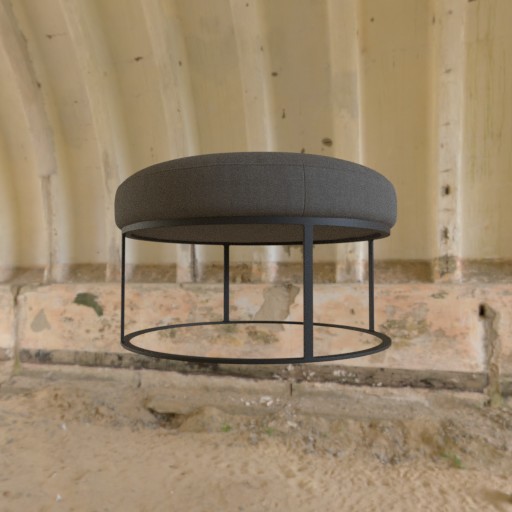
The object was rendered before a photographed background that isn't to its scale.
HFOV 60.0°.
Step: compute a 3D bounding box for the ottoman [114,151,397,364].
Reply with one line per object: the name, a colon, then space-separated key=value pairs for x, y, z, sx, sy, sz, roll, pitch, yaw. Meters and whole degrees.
ottoman: x=0.000 y=0.000 z=1.257 sx=0.772 sy=0.460 sz=0.772 roll=0 pitch=-2 yaw=0
